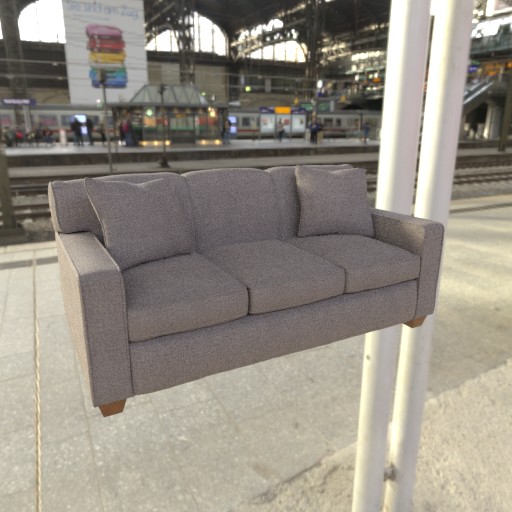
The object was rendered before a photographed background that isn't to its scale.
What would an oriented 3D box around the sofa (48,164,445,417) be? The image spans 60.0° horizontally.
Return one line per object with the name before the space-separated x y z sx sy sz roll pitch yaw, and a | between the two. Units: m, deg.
sofa | 0.000 0.000 2.539 2.024 0.958 0.997 -9 18 -27
